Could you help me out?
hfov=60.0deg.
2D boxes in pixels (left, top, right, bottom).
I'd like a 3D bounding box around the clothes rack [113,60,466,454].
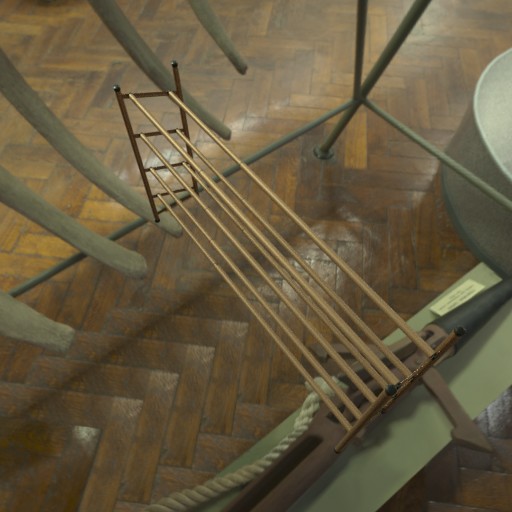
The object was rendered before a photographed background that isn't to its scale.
[{"bbox_3d":[0.000,0.000,1.414,0.229,0.672,1.168,-32,63,-19],"label":"clothes rack"}]
